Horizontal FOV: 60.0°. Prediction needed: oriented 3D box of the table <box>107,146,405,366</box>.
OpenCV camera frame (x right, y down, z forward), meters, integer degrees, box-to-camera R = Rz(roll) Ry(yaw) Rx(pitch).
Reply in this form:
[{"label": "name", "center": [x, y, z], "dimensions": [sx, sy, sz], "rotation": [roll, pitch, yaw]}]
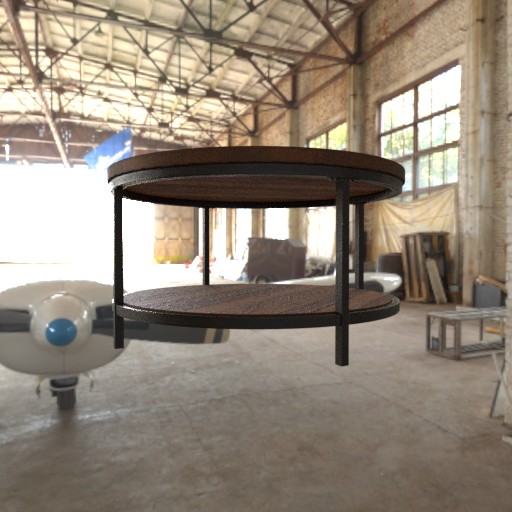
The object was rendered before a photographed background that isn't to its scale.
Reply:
[{"label": "table", "center": [0.000, 0.000, 1.317], "dimensions": [0.837, 0.462, 0.837], "rotation": [0, 1, 0]}]
